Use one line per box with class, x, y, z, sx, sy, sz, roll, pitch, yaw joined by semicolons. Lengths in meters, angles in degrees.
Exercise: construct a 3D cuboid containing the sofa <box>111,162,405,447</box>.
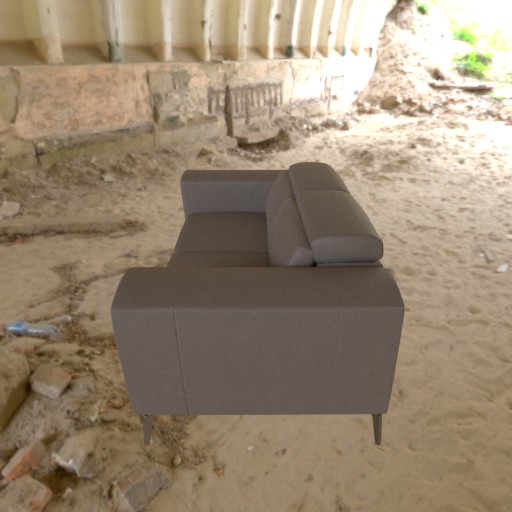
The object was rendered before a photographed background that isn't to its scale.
sofa;0.000;0.000;2.398;1.003;0.779;1.895;0;25;0
